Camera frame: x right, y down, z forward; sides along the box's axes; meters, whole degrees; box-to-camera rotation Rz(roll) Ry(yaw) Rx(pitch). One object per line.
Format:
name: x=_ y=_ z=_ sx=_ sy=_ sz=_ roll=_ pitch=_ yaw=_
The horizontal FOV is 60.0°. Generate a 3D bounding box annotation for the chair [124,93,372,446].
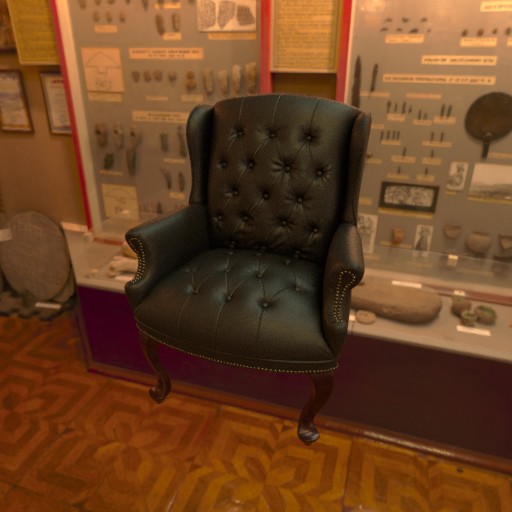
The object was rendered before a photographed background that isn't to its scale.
chair: x=0.000 y=0.000 z=1.684 sx=0.838 sy=1.111 sz=0.762 roll=9 pitch=27 yaw=17
